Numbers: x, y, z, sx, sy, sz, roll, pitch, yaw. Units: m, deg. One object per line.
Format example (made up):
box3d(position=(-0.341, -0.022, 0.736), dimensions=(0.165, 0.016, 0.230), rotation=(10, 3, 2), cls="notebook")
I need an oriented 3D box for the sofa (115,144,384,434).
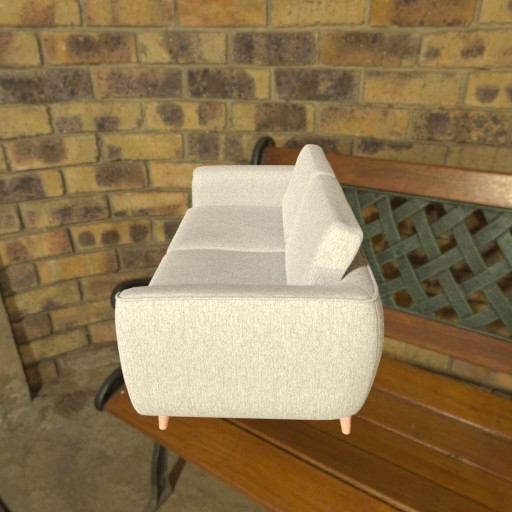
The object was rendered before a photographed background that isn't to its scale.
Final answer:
box3d(position=(0.000, 0.000, 2.190), dimensions=(0.920, 0.850, 1.700), rotation=(1, 25, 2), cls="sofa")
